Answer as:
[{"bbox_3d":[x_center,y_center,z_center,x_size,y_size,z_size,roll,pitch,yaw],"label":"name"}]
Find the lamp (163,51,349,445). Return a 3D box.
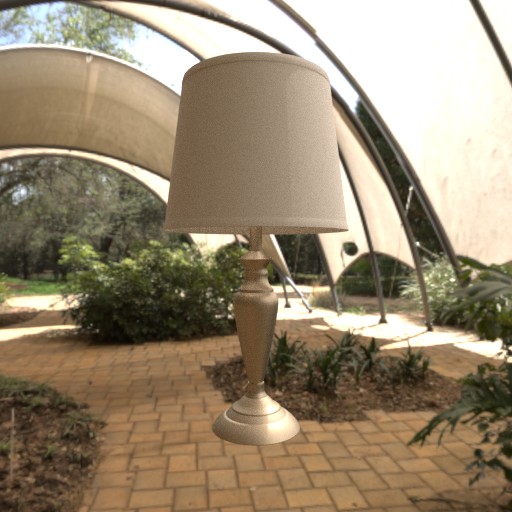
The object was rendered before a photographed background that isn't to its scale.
[{"bbox_3d":[0.000,0.000,0.801,0.328,0.619,0.328,0,1,0],"label":"lamp"}]
